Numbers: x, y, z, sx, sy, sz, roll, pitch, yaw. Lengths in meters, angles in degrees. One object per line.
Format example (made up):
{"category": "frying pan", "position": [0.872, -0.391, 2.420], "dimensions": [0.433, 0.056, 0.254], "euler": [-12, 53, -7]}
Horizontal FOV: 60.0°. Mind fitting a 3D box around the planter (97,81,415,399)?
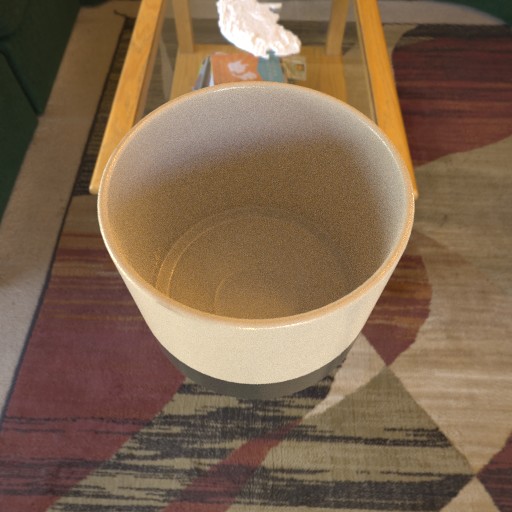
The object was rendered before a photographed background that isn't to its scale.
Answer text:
{"category": "planter", "position": [0.000, 0.000, 0.348], "dimensions": [0.193, 0.177, 0.193], "euler": [0, 59, 0]}
